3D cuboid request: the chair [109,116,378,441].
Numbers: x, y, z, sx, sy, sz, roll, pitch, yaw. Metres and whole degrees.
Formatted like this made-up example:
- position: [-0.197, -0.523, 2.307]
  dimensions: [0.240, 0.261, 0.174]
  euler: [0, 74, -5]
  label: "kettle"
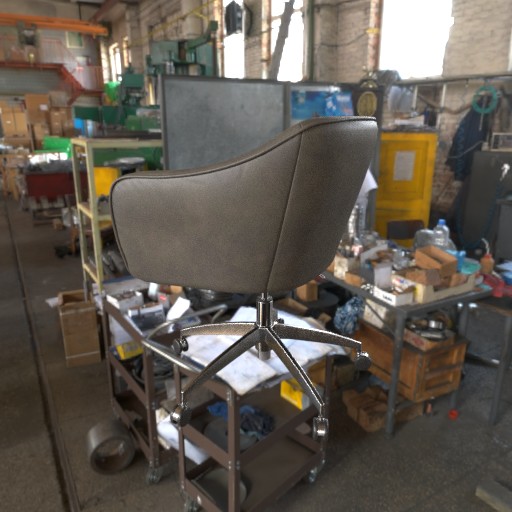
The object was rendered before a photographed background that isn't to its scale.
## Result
- position: [0.000, 0.000, 1.379]
  dimensions: [0.689, 0.827, 0.713]
  euler: [8, 19, 25]
  label: "chair"
